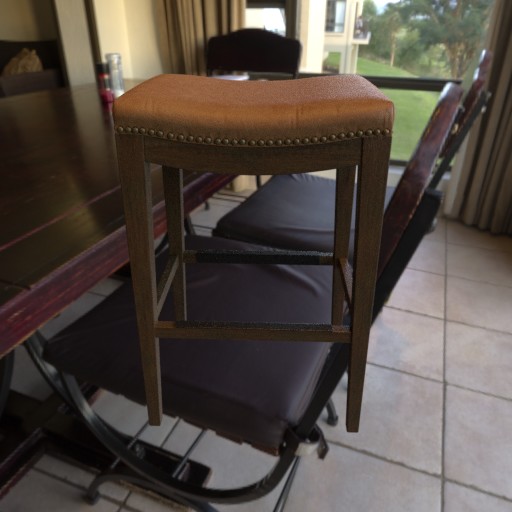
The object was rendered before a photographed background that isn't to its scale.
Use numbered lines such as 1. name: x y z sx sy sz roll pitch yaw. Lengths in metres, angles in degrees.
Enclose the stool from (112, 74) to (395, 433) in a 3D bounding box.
1. stool: 0.000 0.000 1.034 0.500 0.759 0.361 1 29 2
